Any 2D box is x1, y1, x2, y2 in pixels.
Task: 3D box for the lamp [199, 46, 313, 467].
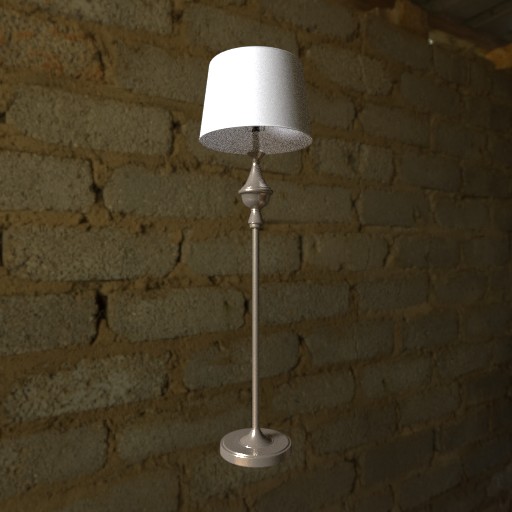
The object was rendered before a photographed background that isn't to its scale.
[{"bbox_3d":[0.000,0.000,1.694,0.431,1.488,0.431,0,0,0],"label":"lamp"}]
